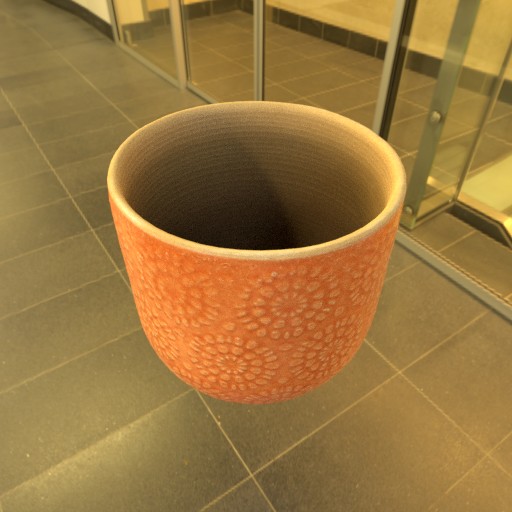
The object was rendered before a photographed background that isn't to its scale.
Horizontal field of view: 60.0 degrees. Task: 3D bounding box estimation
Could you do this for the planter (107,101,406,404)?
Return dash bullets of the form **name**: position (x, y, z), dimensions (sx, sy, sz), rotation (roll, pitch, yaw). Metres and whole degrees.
- **planter**: position (0.000, 0.000, 0.295), dimensions (0.170, 0.152, 0.170), rotation (0, 41, 0)
